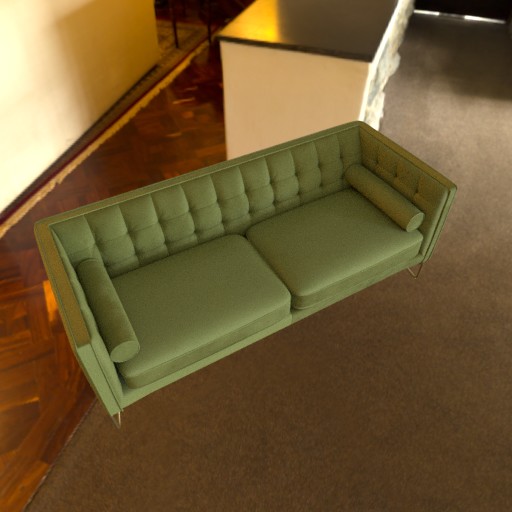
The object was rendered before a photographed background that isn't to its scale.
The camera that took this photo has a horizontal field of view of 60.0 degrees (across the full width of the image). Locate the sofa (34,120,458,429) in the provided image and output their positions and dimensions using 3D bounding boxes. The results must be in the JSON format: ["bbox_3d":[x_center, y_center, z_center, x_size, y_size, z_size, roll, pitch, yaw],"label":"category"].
[{"bbox_3d":[0.000,0.000,2.552,2.087,0.789,0.867,-22,50,-20],"label":"sofa"}]
